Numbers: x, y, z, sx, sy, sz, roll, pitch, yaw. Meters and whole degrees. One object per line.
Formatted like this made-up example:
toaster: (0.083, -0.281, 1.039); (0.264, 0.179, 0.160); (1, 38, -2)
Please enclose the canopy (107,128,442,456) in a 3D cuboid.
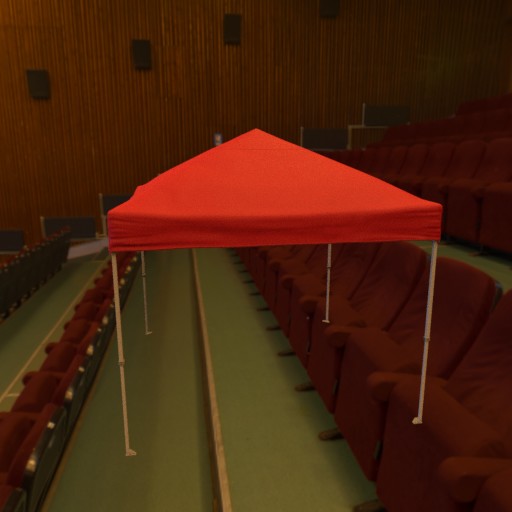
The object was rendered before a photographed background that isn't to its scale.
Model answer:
canopy: (0.000, 0.000, 5.417); (2.998, 2.997, 2.996); (-2, 13, -10)
